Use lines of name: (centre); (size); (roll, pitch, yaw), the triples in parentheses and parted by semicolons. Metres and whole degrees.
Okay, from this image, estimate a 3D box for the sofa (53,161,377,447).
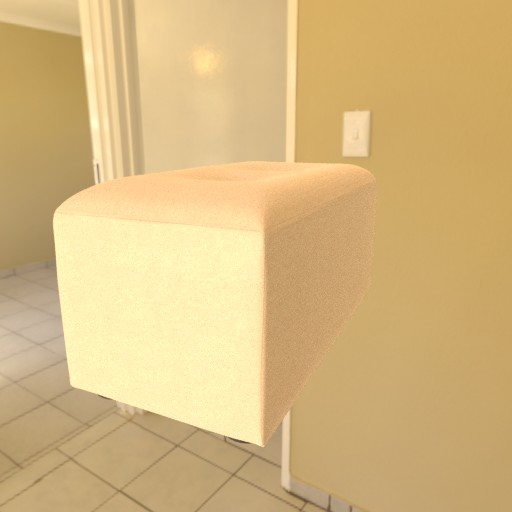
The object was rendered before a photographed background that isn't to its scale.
sofa: (0.000, 0.000, 1.214); (0.480, 0.470, 0.930); (7, 17, 25)
